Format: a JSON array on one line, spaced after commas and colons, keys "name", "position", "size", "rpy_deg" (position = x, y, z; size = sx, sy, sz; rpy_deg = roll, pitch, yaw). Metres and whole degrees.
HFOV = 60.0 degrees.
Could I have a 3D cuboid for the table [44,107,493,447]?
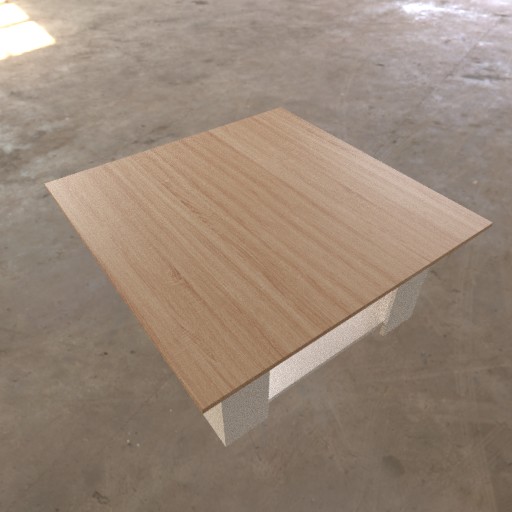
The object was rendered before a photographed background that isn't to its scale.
[{"name": "table", "position": [0.000, 0.000, 1.030], "size": [0.670, 0.305, 0.670], "rpy_deg": [-26, 49, -26]}]
